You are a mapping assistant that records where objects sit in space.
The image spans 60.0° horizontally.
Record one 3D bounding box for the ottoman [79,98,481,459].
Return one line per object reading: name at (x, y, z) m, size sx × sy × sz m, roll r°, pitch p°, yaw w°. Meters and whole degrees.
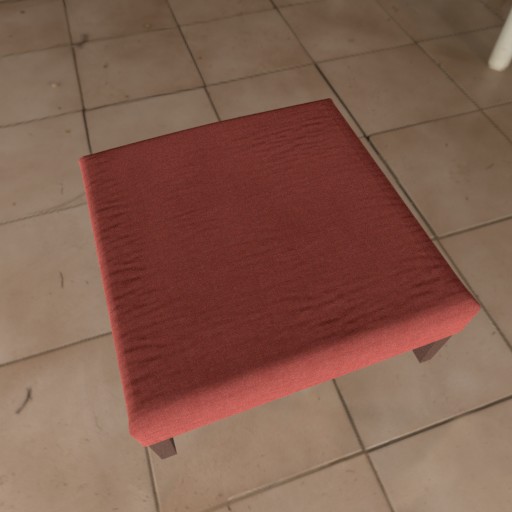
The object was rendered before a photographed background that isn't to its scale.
ottoman at (0.000, 0.000, 1.387) m, size 0.890 × 0.411 × 0.889 m, roll -17°, pitch 58°, yaw -11°
